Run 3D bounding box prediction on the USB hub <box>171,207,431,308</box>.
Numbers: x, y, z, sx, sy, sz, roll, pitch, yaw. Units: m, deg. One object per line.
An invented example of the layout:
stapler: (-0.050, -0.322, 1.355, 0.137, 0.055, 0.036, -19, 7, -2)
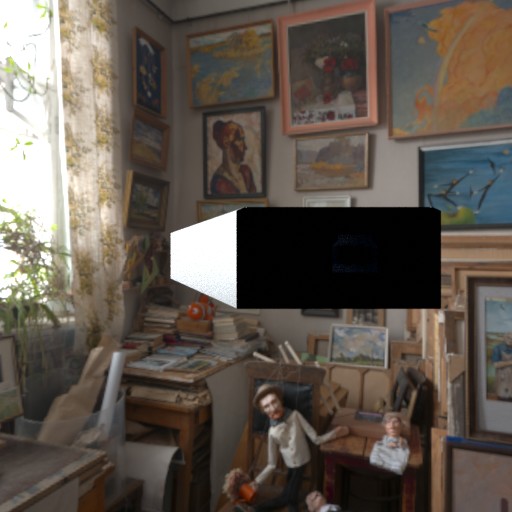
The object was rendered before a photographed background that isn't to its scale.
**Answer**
USB hub: (0.000, 0.000, 0.159, 0.044, 0.023, 0.145, 0, 0, -18)
